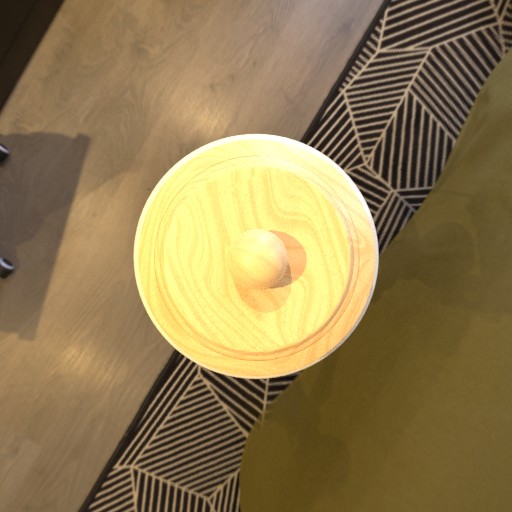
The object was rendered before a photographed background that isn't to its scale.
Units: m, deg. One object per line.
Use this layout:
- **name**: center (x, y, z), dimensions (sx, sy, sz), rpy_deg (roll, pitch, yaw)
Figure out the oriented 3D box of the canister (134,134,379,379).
- **canister**: center (0.000, 0.000, 0.264), dimensions (0.130, 0.176, 0.130), rpy_deg (0, 91, 0)
